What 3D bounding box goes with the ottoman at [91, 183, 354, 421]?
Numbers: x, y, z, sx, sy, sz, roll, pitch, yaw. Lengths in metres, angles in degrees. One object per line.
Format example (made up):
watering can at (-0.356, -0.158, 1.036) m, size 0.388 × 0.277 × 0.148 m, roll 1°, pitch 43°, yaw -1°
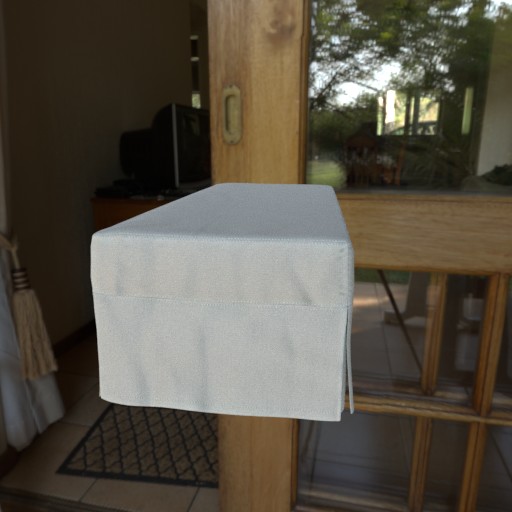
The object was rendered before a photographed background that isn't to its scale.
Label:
ottoman at (0.000, 0.000, 1.698) m, size 0.665 × 0.457 × 1.388 m, roll 2°, pitch 14°, yaw 8°
